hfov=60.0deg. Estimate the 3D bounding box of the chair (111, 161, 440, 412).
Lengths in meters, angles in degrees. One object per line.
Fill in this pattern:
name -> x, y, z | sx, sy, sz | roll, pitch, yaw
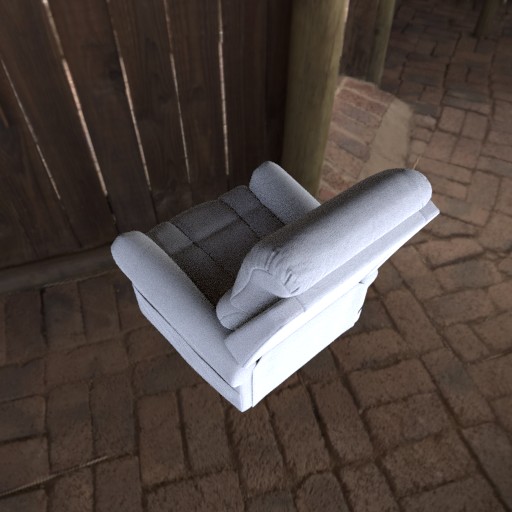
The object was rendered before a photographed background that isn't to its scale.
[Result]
chair -> 0.000, 0.000, 1.745 | 0.871, 1.031, 0.979 | -32, 55, -26
